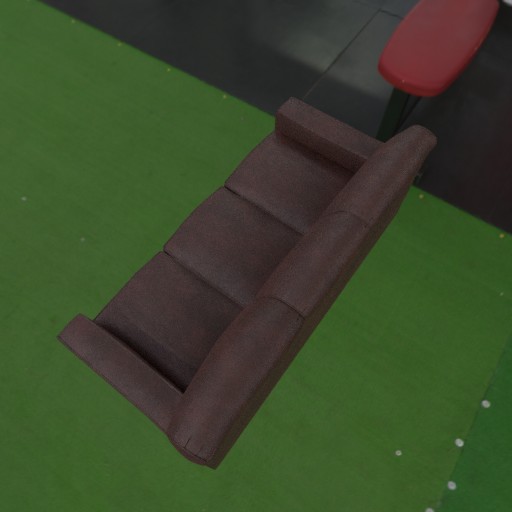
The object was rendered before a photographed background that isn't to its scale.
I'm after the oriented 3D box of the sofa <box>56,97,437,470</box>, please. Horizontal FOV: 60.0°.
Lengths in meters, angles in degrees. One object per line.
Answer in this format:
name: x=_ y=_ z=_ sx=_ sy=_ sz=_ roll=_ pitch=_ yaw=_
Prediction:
sofa: x=0.000 y=0.000 z=2.512 sx=1.008 sy=0.953 sz=2.039 roll=33 pitch=67 yaw=16
